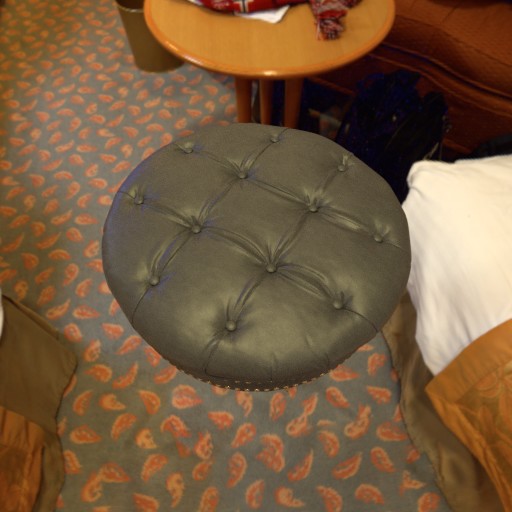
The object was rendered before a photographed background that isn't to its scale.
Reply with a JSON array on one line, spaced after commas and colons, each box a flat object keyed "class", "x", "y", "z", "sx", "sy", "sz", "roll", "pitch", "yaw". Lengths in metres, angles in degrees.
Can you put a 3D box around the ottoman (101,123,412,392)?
[{"class": "ottoman", "x": 0.000, "y": 0.000, "z": 1.426, "sx": 0.901, "sy": 0.439, "sz": 0.901, "roll": 0, "pitch": 57, "yaw": 0}]
